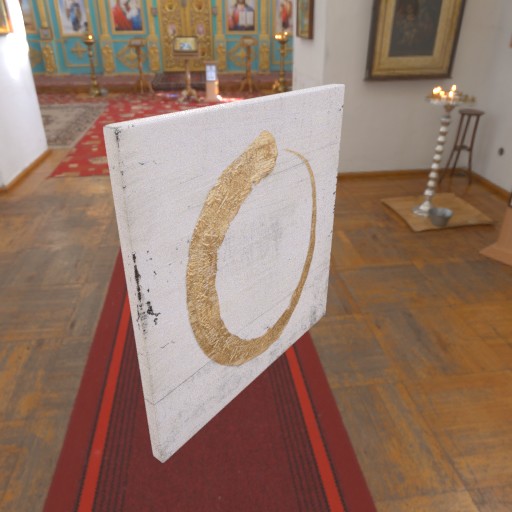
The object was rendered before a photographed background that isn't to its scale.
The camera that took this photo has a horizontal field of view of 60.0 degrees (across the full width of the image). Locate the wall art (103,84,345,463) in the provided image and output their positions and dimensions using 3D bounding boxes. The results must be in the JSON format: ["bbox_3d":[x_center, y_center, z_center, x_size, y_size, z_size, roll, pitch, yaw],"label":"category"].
[{"bbox_3d":[0.000,0.000,1.131,0.038,0.762,0.762,19,33,33],"label":"wall art"}]
